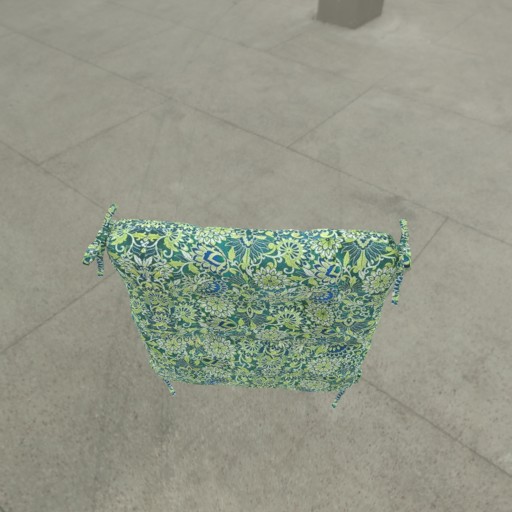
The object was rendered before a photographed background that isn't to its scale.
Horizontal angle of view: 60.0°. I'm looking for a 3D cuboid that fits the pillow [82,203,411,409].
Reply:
[{"bbox_3d":[0.000,0.000,1.023,0.519,0.605,0.571,3,46,3],"label":"pillow"}]
